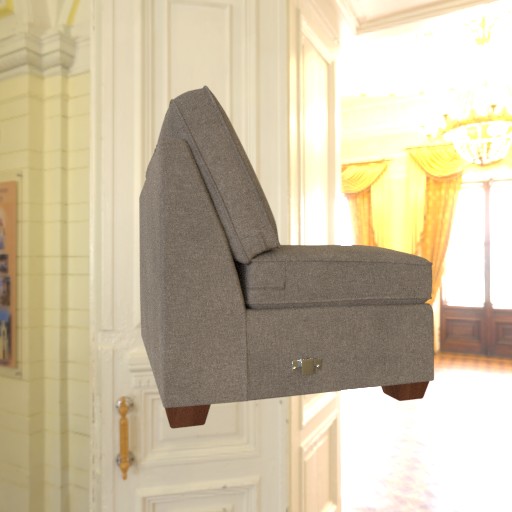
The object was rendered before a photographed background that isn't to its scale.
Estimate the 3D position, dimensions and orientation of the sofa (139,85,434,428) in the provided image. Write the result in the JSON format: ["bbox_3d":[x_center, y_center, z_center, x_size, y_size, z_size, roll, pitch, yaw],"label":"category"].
[{"bbox_3d":[0.000,0.000,1.974,0.951,1.008,1.237,0,0,-17],"label":"sofa"}]
